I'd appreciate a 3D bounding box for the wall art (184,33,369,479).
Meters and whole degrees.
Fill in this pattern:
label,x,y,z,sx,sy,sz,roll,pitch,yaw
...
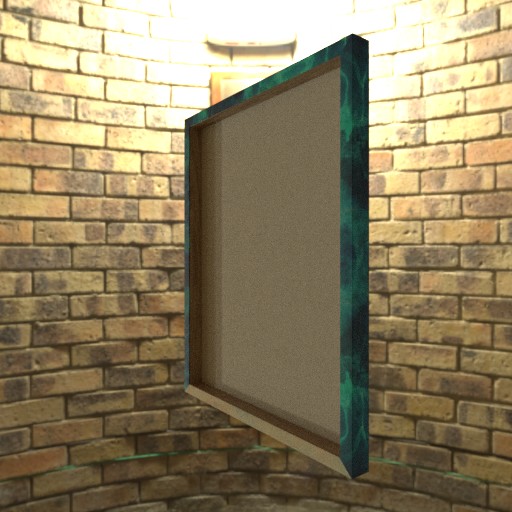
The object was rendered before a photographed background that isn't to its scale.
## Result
label,x,y,z,sx,sy,sz,roll,pitch,yaw
wall art,0.000,0.000,0.844,0.038,0.635,0.508,0,0,-37
